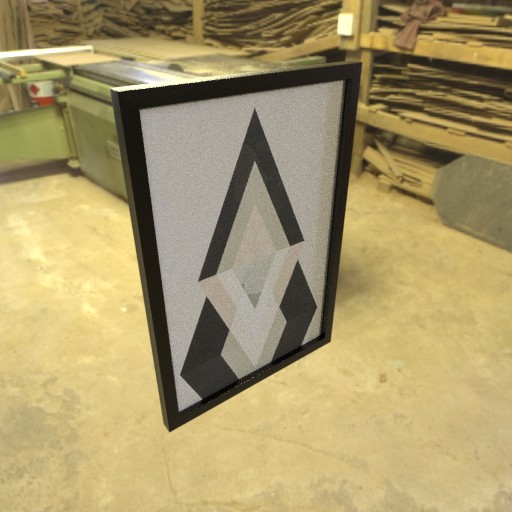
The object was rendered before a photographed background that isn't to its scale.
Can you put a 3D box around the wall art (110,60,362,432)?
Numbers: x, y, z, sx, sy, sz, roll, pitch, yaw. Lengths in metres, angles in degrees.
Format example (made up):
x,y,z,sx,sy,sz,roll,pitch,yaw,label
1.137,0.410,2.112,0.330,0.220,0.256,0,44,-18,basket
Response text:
x,y,z,sx,sy,sz,roll,pitch,yaw,label
0.000,0.000,0.590,0.314,0.455,0.019,-21,37,-31,wall art
